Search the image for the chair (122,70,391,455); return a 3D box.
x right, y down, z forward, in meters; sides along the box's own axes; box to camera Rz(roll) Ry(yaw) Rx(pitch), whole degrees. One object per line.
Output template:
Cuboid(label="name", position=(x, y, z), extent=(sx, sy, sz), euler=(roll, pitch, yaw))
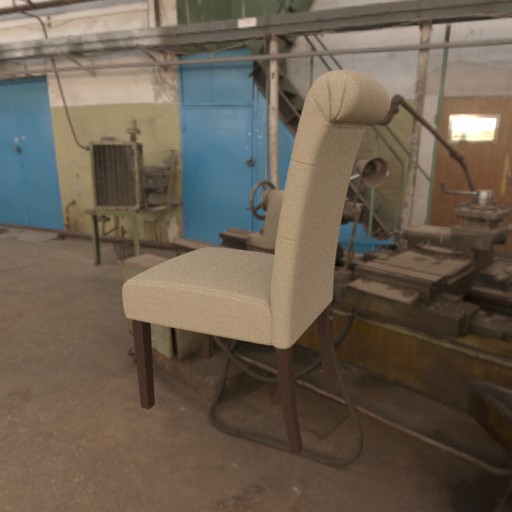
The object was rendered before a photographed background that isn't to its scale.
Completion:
Cuboid(label="chair", position=(0.000, 0.000, 1.353), extent=(0.671, 1.006, 0.456), euler=(7, 17, 25))
